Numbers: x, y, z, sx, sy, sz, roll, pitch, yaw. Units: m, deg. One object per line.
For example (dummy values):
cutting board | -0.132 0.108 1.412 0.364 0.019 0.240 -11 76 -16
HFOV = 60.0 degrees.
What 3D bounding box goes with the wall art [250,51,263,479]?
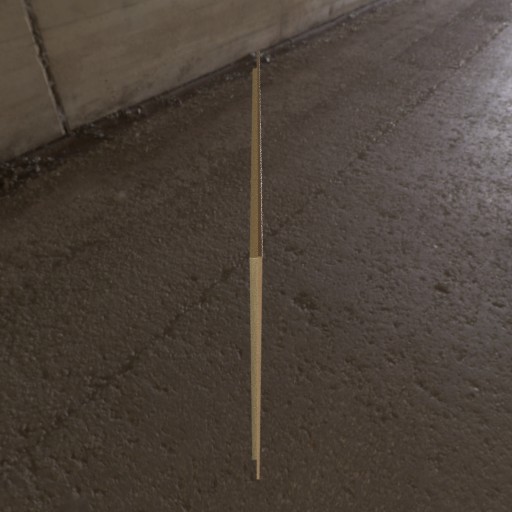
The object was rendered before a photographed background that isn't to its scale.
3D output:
wall art | 0.000 0.000 1.635 0.025 1.067 1.168 0 43 0
